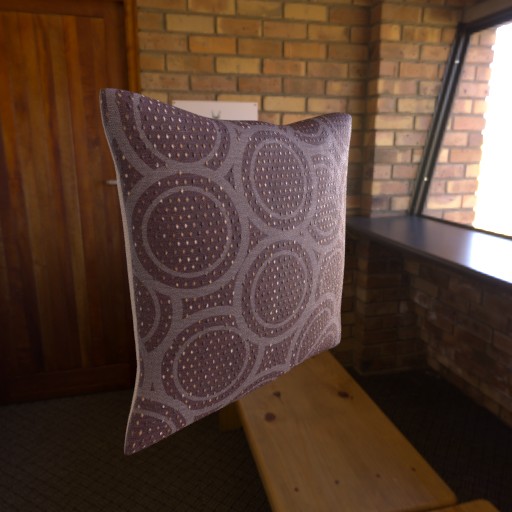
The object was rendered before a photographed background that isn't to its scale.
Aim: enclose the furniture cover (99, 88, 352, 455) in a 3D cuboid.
[{"bbox_3d":[0.000,0.000,0.780,0.193,0.509,0.552,13,18,42],"label":"furniture cover"}]
